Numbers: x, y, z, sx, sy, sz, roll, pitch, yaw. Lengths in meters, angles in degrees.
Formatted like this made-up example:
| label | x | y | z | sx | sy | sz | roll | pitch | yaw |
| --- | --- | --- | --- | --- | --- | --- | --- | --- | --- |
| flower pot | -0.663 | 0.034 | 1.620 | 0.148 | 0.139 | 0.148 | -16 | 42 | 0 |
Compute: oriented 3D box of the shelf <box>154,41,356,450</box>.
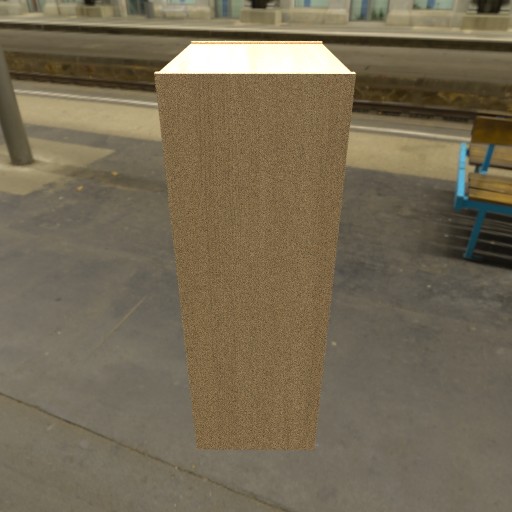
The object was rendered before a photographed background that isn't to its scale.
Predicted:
| label | x | y | z | sx | sy | sz | roll | pitch | yaw |
| --- | --- | --- | --- | --- | --- | --- | --- | --- | --- |
| shelf | 0.000 | 0.000 | 1.048 | 0.292 | 0.876 | 0.417 | 0 | 32 | 0 |
